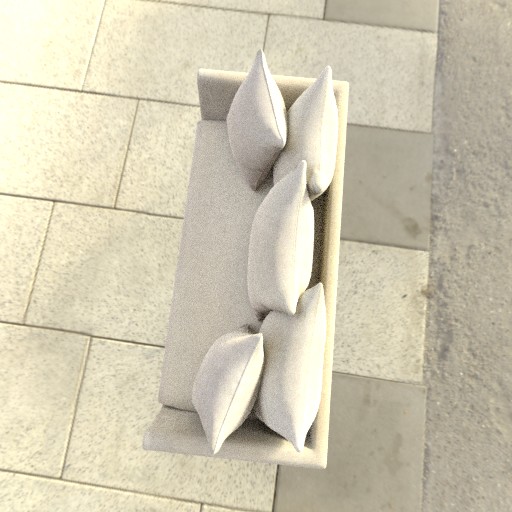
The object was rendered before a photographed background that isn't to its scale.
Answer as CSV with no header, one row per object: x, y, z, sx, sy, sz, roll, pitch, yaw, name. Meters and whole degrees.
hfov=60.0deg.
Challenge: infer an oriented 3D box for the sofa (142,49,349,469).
0.000,0.000,2.771,1.031,1.034,2.290,6,77,1,sofa
